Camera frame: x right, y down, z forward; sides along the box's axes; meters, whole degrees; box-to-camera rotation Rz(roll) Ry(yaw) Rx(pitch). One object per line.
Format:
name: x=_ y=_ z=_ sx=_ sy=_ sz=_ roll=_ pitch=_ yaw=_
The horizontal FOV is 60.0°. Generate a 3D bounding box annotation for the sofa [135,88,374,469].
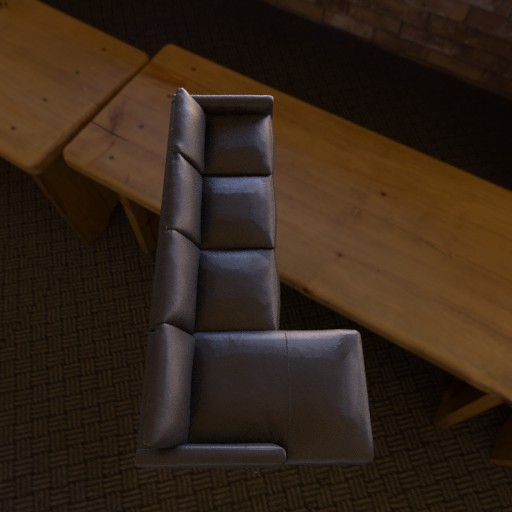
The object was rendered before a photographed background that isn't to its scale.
sofa: x=0.000 y=0.000 z=3.468 sx=1.471 sy=0.859 sz=2.993 roll=0 pitch=64 yaw=0
